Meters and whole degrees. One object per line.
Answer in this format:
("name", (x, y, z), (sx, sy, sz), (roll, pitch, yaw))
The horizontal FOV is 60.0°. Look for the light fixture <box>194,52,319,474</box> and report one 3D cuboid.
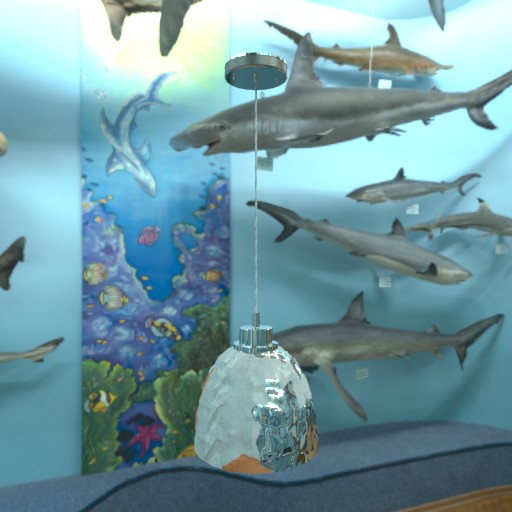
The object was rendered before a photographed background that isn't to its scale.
("light fixture", (0.000, 0.000, 1.777), (0.496, 1.511, 0.500), (0, 0, -19))
